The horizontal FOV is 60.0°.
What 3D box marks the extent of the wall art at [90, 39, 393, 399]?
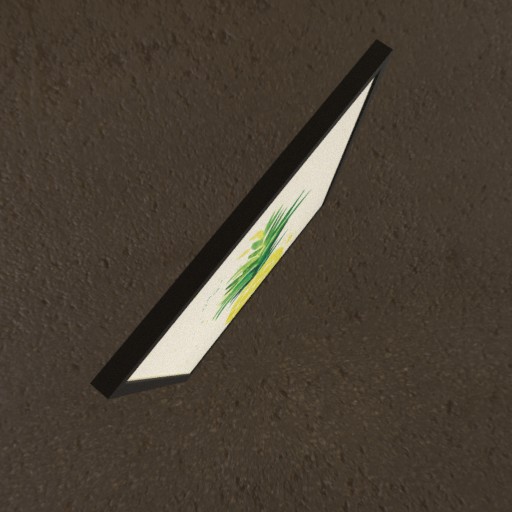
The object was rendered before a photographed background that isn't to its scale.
[{"bbox_3d":[0.000,0.000,1.099,0.037,0.760,0.762,37,79,8],"label":"wall art"}]
